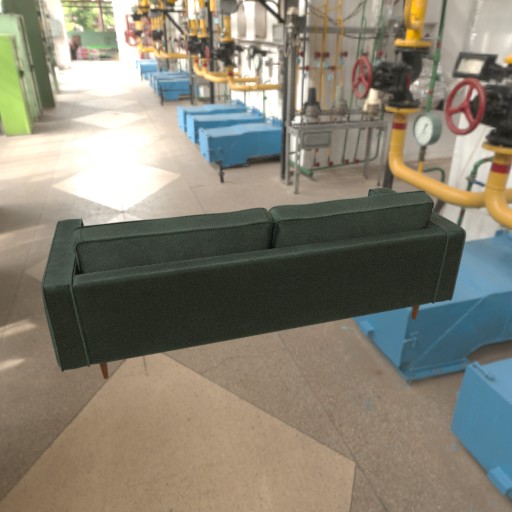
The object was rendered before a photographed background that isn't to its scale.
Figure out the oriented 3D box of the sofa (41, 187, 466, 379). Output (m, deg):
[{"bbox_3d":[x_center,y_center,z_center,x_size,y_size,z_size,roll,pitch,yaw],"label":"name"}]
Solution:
[{"bbox_3d":[0.000,0.000,2.616,2.214,0.781,0.886,-8,28,-15],"label":"sofa"}]
